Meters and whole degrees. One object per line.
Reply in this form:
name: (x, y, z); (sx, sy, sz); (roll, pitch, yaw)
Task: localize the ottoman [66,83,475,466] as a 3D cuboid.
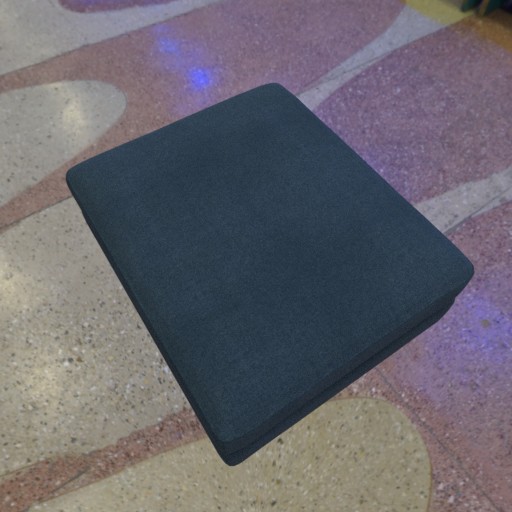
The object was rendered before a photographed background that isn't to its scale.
ottoman: (0.000, 0.000, 1.224); (0.693, 0.474, 0.821); (-29, 62, -17)
